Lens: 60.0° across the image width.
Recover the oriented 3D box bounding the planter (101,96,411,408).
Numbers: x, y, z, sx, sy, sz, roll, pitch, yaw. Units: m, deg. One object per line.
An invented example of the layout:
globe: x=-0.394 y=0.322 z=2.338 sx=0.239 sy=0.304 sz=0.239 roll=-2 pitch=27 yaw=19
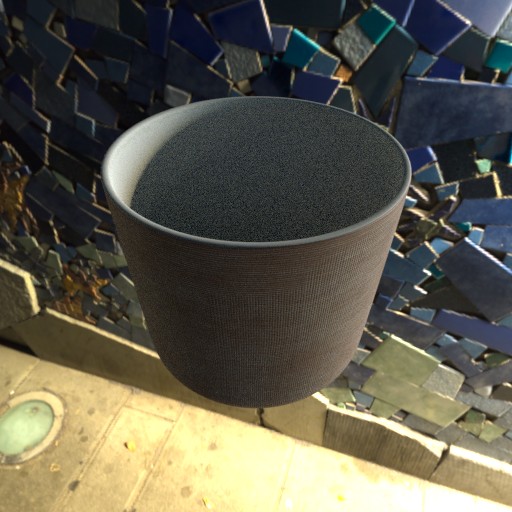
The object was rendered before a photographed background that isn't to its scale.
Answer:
planter: x=0.000 y=0.000 z=0.776 sx=0.440 sy=0.398 sz=0.440 roll=0 pitch=40 yaw=0
